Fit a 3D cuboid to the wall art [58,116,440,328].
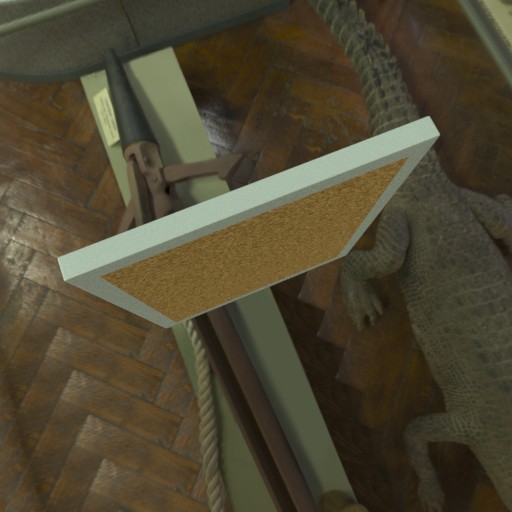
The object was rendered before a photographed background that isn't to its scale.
[{"bbox_3d":[0.000,0.000,0.765,0.454,0.556,0.028,-22,77,-5],"label":"wall art"}]
